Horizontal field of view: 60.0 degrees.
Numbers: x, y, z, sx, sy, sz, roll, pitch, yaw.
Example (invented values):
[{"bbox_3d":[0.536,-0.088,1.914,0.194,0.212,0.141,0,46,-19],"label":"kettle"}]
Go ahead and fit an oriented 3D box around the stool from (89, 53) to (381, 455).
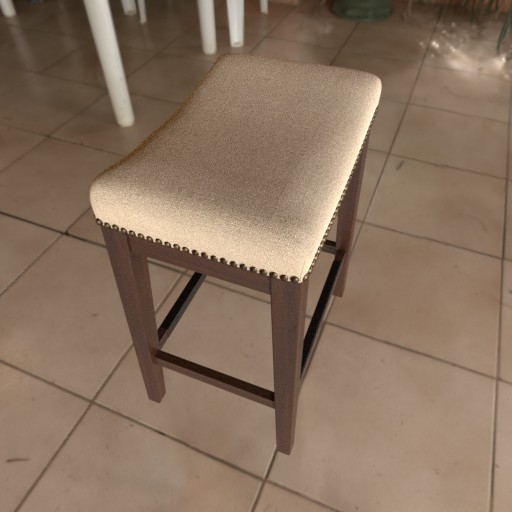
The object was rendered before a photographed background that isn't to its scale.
[{"bbox_3d":[0.000,0.000,0.955,0.363,0.669,0.509,16,49,14],"label":"stool"}]
